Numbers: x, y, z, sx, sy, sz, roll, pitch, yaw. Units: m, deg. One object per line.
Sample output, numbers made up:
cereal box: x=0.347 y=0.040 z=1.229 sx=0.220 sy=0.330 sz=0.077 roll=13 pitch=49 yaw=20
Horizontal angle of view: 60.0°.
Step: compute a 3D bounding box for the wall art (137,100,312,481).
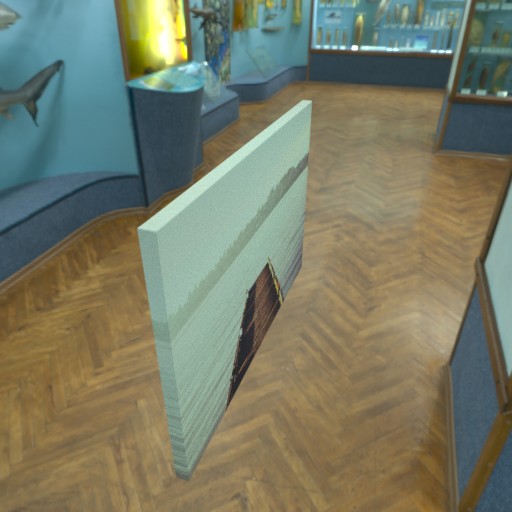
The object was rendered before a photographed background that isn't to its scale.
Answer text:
wall art: x=0.000 y=0.000 z=1.463 sx=0.040 sy=0.765 sz=1.149 roll=11 pitch=33 yaw=17
